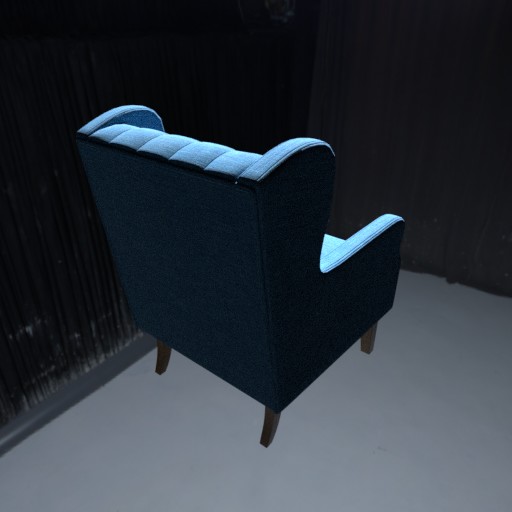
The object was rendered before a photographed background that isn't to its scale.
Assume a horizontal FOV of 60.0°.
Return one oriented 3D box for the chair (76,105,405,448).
[{"bbox_3d":[0.000,0.000,1.472,0.711,0.952,0.775,21,36,33],"label":"chair"}]
